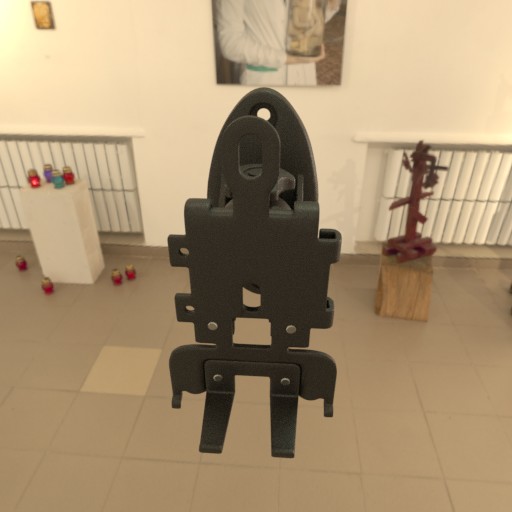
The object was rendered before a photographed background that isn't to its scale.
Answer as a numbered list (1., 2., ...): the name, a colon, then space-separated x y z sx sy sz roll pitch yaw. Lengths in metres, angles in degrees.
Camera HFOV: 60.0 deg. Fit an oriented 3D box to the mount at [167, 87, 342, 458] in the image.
1. mount: 0.000 0.000 0.174 0.066 0.118 0.100 2 31 3
